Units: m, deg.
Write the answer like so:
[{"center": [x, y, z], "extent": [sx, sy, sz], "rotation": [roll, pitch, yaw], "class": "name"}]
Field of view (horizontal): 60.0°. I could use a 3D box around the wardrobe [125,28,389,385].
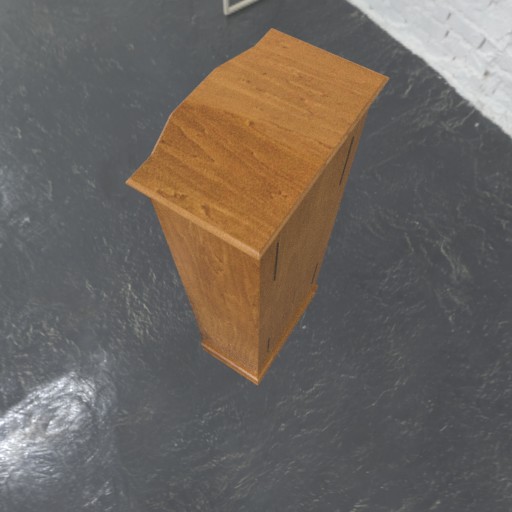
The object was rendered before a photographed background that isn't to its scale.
[{"center": [0.000, 0.000, 1.125], "extent": [0.273, 0.959, 0.406], "rotation": [30, 67, 14], "class": "wardrobe"}]
